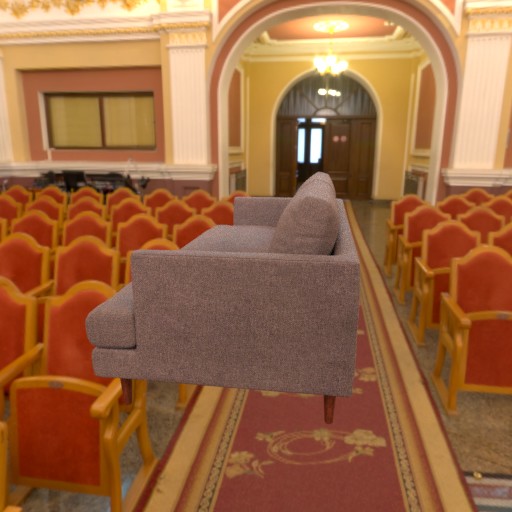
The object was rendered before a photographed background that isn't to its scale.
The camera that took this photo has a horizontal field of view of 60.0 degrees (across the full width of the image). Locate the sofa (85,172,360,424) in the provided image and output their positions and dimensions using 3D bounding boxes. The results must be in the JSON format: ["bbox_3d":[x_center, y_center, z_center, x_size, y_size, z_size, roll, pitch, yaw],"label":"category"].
[{"bbox_3d":[0.000,0.000,2.526,1.020,0.868,1.948,2,14,9],"label":"sofa"}]
